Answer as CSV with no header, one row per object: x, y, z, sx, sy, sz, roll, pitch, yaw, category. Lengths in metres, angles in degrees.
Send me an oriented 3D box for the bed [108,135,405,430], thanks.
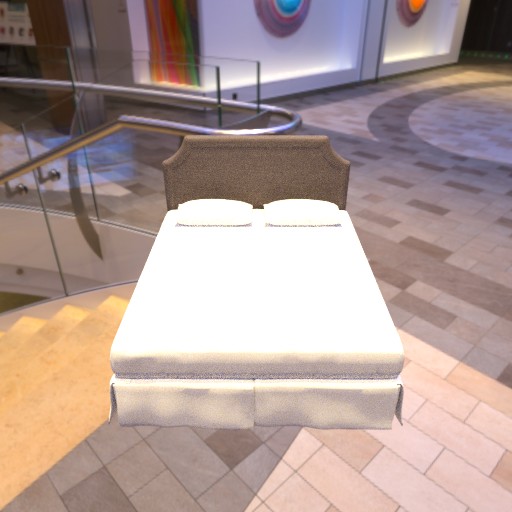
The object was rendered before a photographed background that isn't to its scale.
0.000,0.000,4.282,2.350,1.590,2.773,0,30,0,bed
